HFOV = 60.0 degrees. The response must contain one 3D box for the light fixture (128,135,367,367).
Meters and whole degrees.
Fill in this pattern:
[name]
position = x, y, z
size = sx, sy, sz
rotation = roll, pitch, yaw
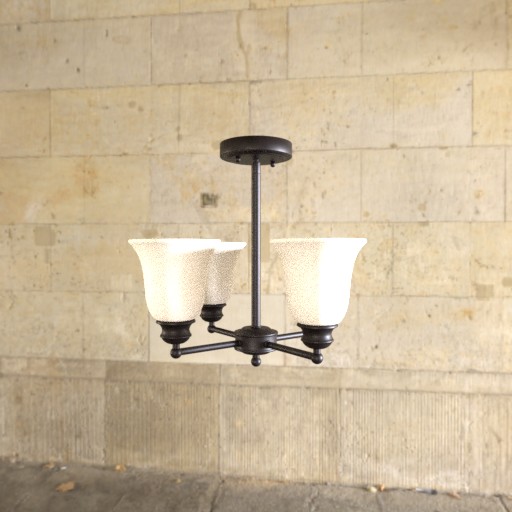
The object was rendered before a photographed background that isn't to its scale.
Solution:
[light fixture]
position = 0.000, 0.000, 1.850
size = 1.069, 0.925, 1.069
rotation = 0, 1, -36
